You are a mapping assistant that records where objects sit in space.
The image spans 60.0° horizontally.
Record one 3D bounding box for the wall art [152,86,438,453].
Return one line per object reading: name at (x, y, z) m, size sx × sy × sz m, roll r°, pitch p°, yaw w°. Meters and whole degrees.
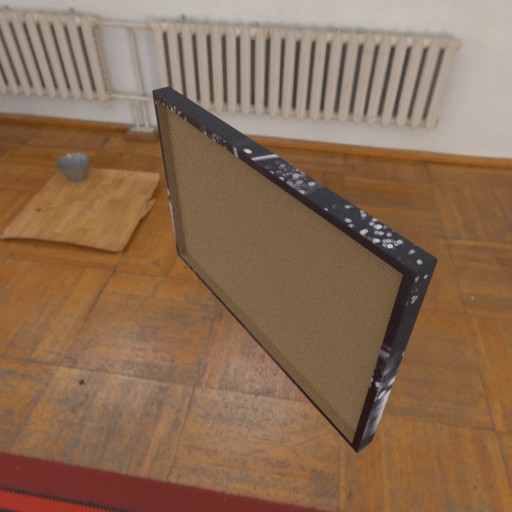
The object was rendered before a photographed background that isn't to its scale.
wall art at (0.000, 0.000, 0.780) m, size 0.037 × 0.406 × 0.609 m, roll -26°, pitch 47°, yaw -26°
